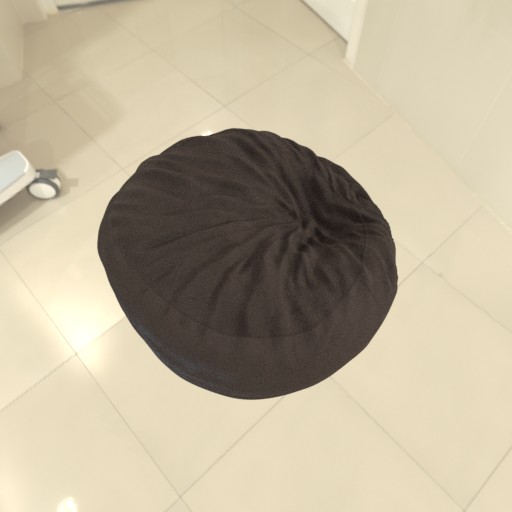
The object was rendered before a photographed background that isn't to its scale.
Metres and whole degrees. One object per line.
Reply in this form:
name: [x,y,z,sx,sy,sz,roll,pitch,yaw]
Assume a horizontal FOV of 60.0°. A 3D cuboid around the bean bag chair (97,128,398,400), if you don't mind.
bean bag chair: [0.000,0.000,2.041,1.245,0.821,1.245,0,60,0]
